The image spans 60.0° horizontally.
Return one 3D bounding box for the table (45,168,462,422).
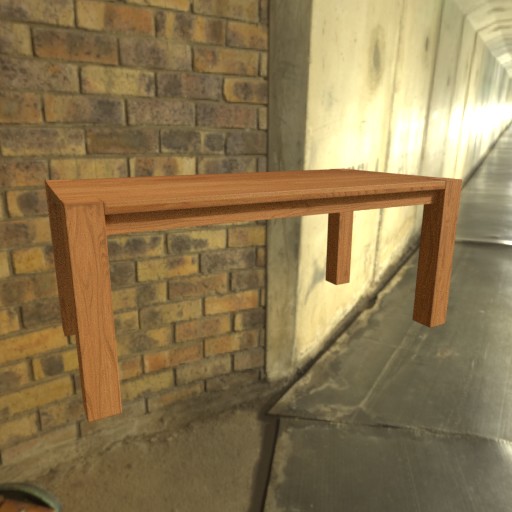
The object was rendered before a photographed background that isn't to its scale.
[{"bbox_3d":[0.000,0.000,2.231,1.800,0.760,0.900,-8,17,-27],"label":"table"}]
